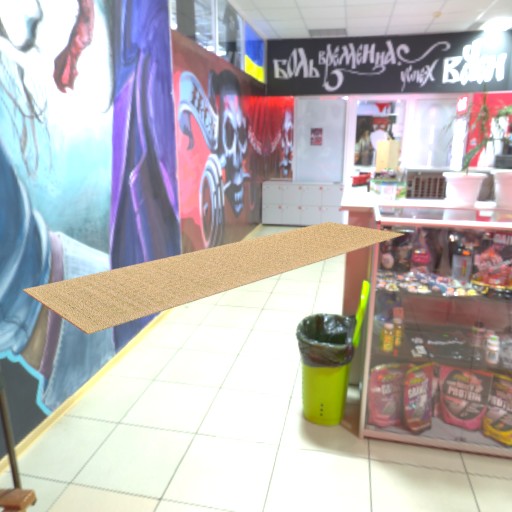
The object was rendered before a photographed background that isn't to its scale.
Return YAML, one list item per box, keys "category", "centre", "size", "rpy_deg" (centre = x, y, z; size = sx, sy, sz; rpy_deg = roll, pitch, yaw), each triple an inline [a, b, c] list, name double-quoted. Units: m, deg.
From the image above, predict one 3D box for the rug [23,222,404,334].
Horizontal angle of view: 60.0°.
- category: "rug"
  centre: [0.000, 0.000, 2.695]
  size: [0.686, 0.006, 2.437]
  rpy_deg: [15, 21, 43]
